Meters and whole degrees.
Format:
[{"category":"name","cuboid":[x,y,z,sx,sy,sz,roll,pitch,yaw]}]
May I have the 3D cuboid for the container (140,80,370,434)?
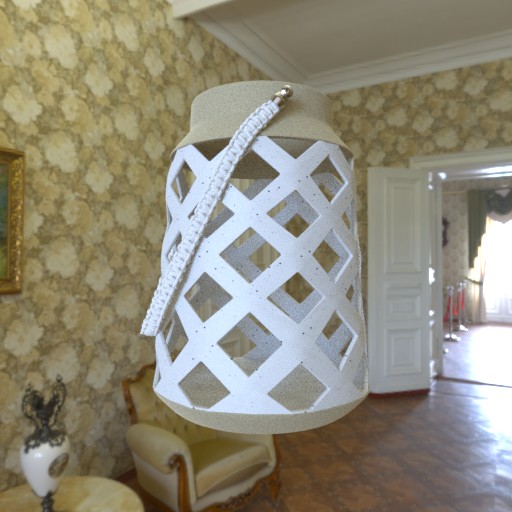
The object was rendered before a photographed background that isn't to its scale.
[{"category":"container","cuboid":[0.000,0.000,0.341,0.172,0.229,0.163,0,-1,-17]}]
